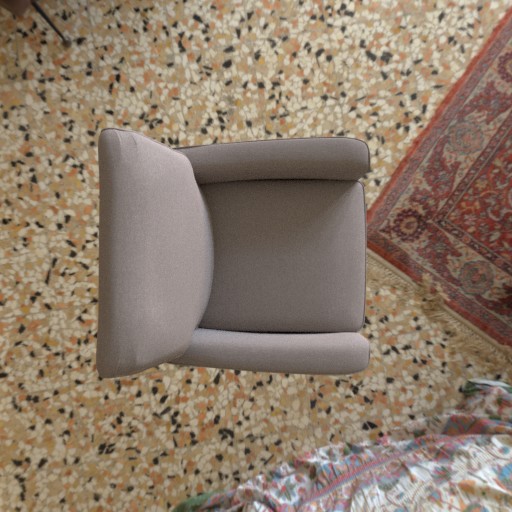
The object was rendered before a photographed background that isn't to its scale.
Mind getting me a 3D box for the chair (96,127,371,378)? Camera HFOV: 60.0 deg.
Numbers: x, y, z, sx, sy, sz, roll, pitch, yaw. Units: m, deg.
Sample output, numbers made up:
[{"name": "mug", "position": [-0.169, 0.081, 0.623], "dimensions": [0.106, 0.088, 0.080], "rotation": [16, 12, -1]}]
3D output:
[{"name": "chair", "position": [0.000, 0.000, 1.656], "dimensions": [0.859, 1.023, 0.845], "rotation": [0, 89, 1]}]
